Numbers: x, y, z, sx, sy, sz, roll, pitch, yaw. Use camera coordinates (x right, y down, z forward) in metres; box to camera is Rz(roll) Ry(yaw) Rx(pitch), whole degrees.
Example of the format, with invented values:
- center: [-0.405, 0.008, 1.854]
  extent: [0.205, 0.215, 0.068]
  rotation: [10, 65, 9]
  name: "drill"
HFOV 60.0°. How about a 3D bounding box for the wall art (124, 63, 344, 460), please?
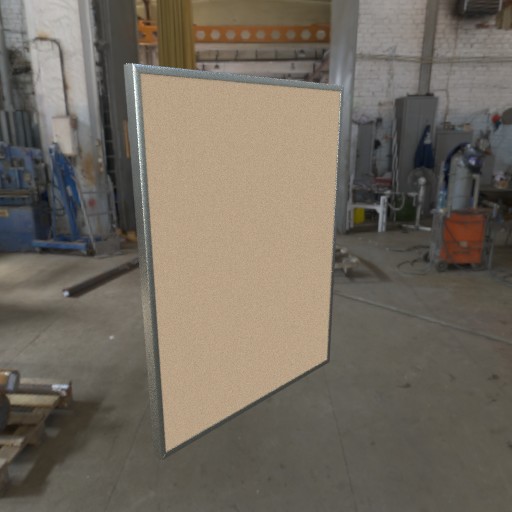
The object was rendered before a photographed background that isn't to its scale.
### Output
- center: [0.000, 0.000, 1.415]
  extent: [0.803, 1.062, 0.041]
  rotation: [-15, 22, -42]
  name: "wall art"
